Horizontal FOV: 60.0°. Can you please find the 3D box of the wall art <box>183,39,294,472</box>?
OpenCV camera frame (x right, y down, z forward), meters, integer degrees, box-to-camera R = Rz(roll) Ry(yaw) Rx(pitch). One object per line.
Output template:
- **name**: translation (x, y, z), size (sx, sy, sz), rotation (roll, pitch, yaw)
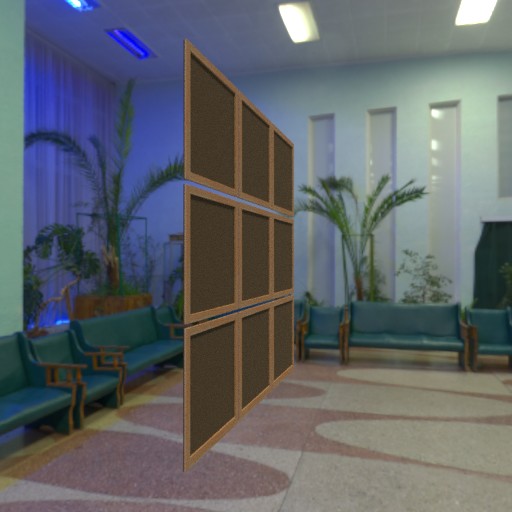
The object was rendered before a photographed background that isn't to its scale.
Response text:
- **wall art**: translation (0.000, 0.000, 2.278), size (0.013, 1.525, 1.520), rotation (0, 0, 19)
